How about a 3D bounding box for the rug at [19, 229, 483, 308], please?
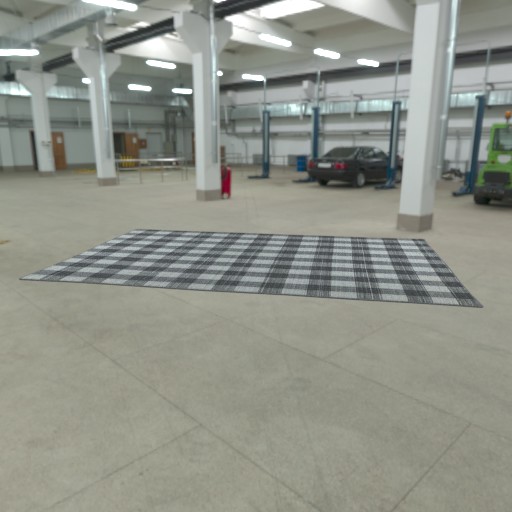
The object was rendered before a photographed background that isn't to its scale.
[{"bbox_3d":[0.000,0.000,3.048,2.476,0.011,1.554,3,15,10],"label":"rug"}]
